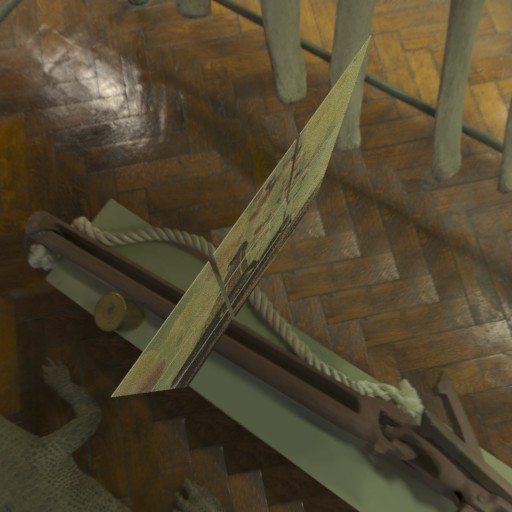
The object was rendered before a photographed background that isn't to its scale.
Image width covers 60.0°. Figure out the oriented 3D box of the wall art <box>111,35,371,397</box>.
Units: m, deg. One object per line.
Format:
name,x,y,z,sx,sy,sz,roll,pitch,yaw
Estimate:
wall art,0.000,0.000,2.180,0.002,1.505,1.517,33,77,8
